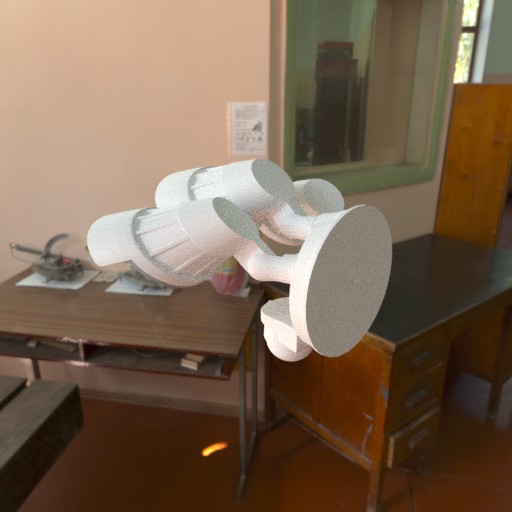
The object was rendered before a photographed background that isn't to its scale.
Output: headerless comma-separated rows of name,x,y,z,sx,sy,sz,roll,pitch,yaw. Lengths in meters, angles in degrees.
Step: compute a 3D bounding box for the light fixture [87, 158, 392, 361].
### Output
light fixture,0.000,0.000,0.548,0.278,0.237,0.369,17,25,41
